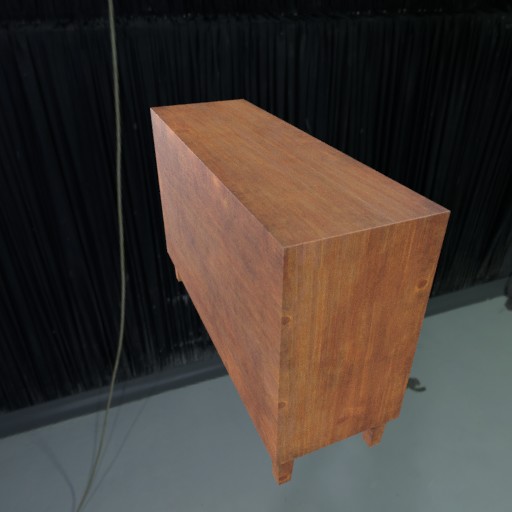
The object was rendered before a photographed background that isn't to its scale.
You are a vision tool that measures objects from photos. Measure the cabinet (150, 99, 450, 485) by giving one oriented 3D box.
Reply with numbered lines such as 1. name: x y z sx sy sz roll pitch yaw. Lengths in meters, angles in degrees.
1. cabinet: 0.000 0.000 1.569 0.403 0.805 1.204 -13 33 -20
